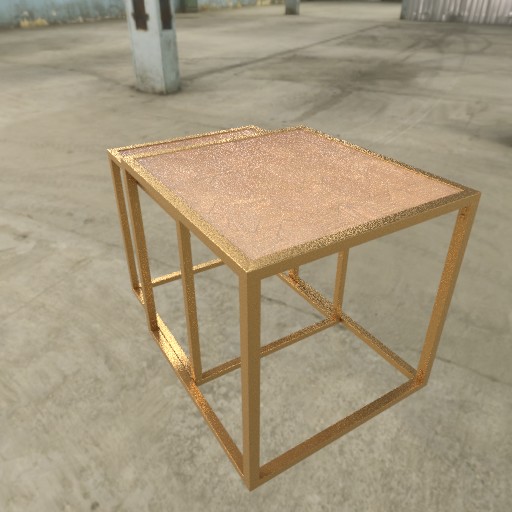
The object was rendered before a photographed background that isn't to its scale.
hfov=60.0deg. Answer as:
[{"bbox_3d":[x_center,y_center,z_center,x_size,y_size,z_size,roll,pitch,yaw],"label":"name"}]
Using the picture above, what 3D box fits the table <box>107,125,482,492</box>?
[{"bbox_3d":[0.000,0.000,1.105,0.505,0.505,0.762,-18,36,-27],"label":"table"}]
